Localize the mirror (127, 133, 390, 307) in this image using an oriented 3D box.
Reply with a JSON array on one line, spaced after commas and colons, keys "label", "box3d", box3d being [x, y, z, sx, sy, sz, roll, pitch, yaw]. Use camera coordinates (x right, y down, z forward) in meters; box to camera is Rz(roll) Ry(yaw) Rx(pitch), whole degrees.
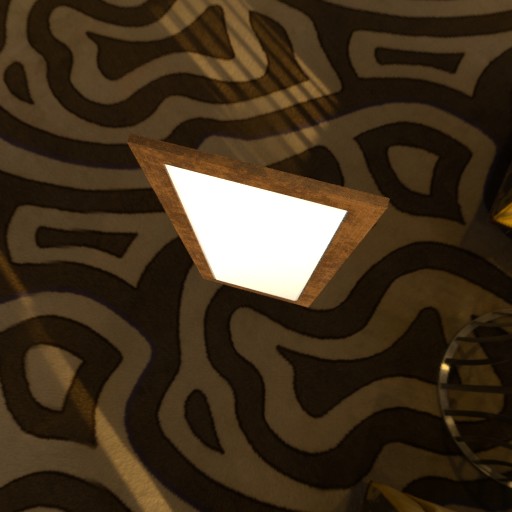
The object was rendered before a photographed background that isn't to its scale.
[{"label": "mirror", "box3d": [0.000, 0.000, 2.318, 0.812, 2.031, 0.032, 15, 76, 4]}]
